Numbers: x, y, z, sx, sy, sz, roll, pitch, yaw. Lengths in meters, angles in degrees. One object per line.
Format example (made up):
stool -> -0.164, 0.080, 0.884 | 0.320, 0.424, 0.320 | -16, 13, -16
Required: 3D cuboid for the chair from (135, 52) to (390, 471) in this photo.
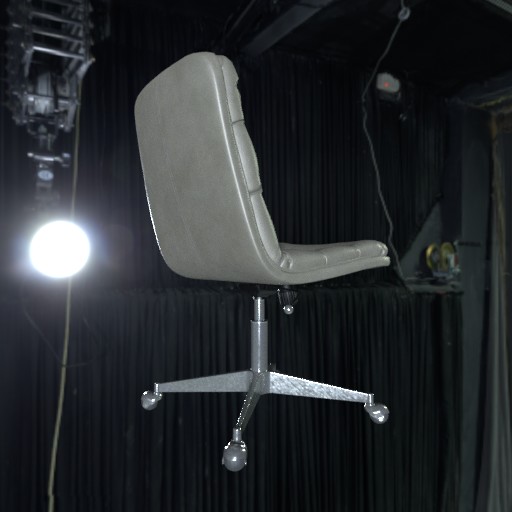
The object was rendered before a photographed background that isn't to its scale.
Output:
chair -> 0.000, 0.000, 1.020 | 0.485, 0.738, 0.422 | 0, -1, -36
